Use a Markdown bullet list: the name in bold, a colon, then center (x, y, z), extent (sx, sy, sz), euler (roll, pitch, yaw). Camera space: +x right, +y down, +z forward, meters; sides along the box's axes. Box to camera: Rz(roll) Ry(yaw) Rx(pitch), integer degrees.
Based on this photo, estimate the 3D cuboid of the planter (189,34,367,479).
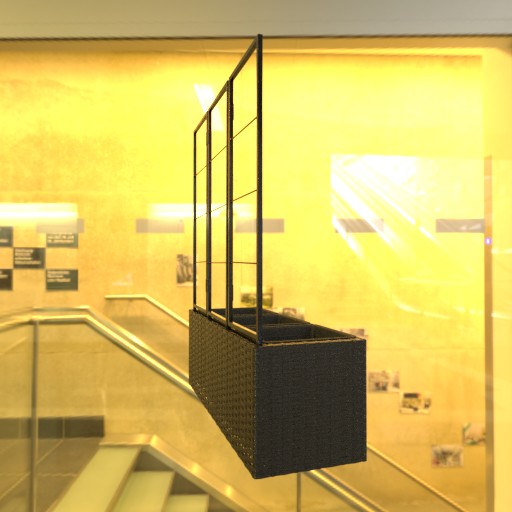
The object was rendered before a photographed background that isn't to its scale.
- **planter**: center (0.000, 0.000, 1.193), extent (0.244, 0.841, 0.698), euler (0, -1, -19)
